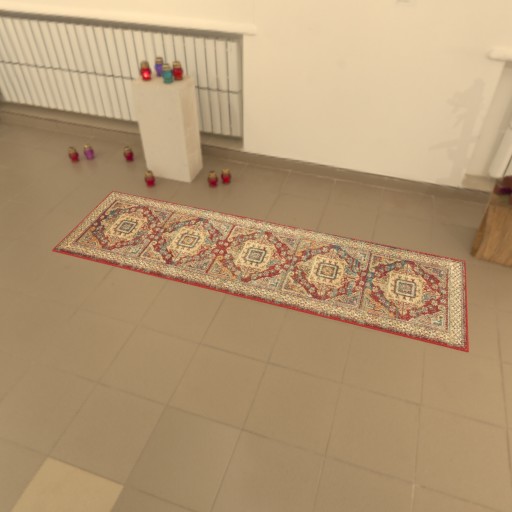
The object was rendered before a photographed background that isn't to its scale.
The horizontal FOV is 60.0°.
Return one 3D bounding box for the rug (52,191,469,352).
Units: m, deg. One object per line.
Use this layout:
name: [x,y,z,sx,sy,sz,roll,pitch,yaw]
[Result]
rug: [0.000,0.000,2.552,2.292,0.015,0.659,12,43,13]
